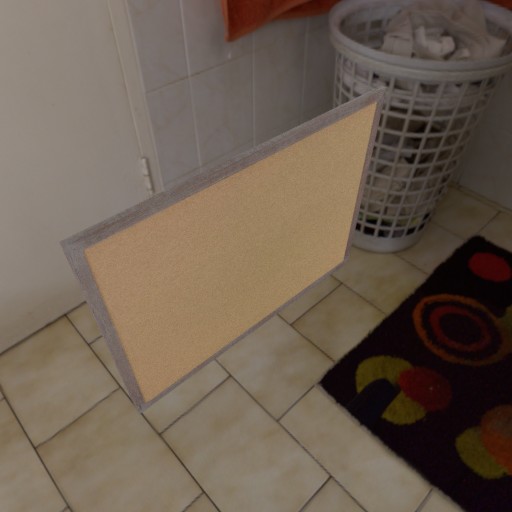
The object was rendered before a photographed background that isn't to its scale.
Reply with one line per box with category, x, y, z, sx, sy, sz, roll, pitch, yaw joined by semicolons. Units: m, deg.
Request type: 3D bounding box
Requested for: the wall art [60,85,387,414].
wall art;0.000;0.000;1.380;1.012;0.774;0.019;-32;55;-27
